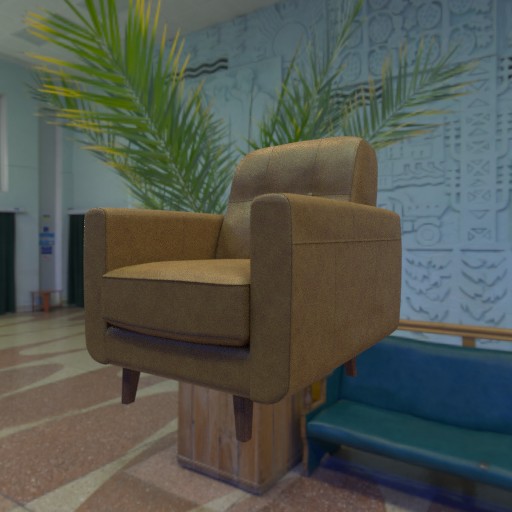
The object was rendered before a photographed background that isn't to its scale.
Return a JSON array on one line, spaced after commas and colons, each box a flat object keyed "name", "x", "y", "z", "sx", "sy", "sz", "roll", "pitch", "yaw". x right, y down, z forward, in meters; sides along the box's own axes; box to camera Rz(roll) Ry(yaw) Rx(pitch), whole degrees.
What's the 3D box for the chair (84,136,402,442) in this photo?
[{"name": "chair", "x": 0.000, "y": 0.000, "z": 1.650, "sx": 0.845, "sy": 0.968, "sz": 0.942, "roll": 1, "pitch": 1, "yaw": 35}]
